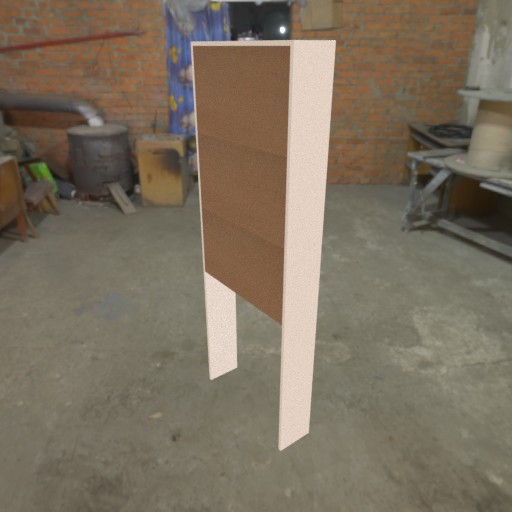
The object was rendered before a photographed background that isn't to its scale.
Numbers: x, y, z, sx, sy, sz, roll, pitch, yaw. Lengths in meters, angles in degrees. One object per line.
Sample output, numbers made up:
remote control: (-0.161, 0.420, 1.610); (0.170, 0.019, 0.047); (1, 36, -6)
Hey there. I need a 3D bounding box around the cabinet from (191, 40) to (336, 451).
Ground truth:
cabinet: (0.000, 0.000, 2.029); (0.192, 1.770, 0.643); (-18, 31, -33)
